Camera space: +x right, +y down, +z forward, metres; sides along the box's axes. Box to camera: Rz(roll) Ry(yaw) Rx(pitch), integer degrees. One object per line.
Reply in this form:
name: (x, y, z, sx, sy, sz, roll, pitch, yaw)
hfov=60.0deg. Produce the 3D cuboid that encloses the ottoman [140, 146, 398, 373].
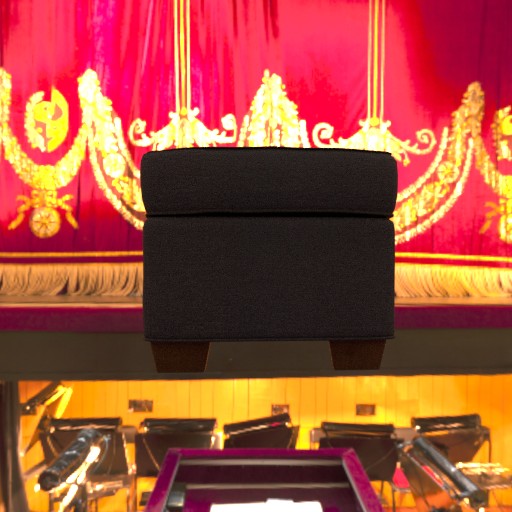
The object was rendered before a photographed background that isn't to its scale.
ottoman: (0.000, 0.000, 1.384, 0.515, 0.460, 1.110, 0, 0, -3)
